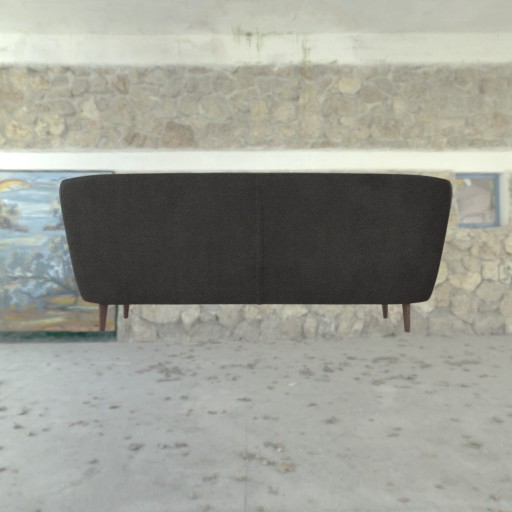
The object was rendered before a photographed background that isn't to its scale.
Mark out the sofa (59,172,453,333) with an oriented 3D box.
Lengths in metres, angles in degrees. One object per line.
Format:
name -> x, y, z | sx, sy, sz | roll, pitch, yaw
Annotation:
sofa -> 0.000, 0.000, 2.763 | 2.296, 0.875, 0.956 | 0, 0, 0
